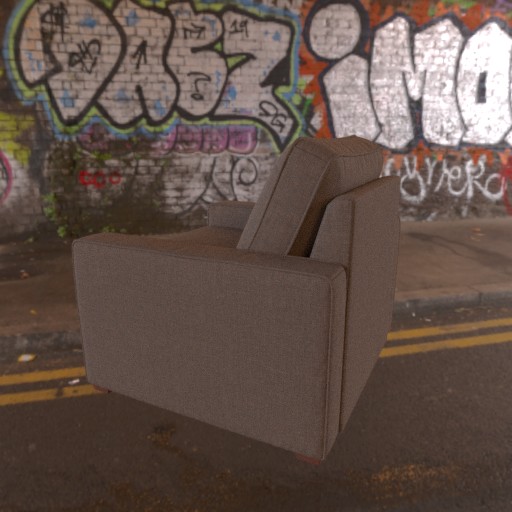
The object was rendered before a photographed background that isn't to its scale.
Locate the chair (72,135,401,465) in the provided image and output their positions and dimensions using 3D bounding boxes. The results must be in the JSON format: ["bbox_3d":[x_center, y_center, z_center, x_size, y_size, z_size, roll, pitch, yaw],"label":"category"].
[{"bbox_3d":[0.000,0.000,1.744,0.940,0.919,1.017,8,17,26],"label":"chair"}]
